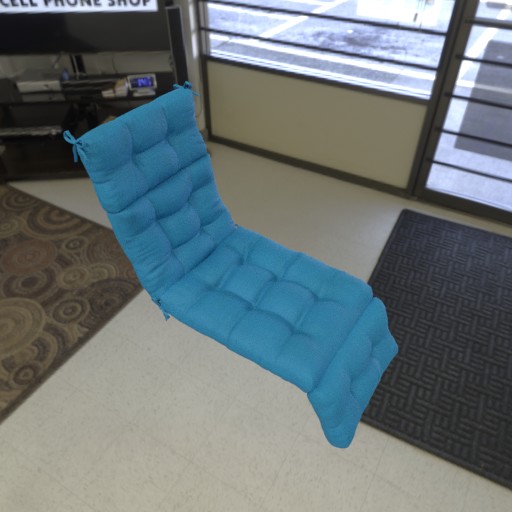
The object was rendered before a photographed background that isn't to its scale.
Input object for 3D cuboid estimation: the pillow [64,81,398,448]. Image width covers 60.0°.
[{"bbox_3d":[0.000,0.000,1.498,1.016,0.863,0.526,24,47,24],"label":"pillow"}]
